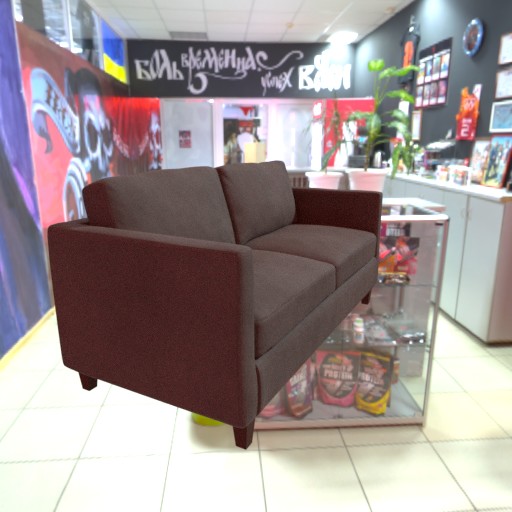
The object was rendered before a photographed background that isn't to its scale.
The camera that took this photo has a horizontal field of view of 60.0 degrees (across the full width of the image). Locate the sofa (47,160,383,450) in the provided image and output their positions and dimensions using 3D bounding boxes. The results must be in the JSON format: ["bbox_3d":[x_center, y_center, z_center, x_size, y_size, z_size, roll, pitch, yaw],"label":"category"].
[{"bbox_3d":[0.000,0.000,2.418,0.950,0.963,1.884,8,17,28],"label":"sofa"}]
